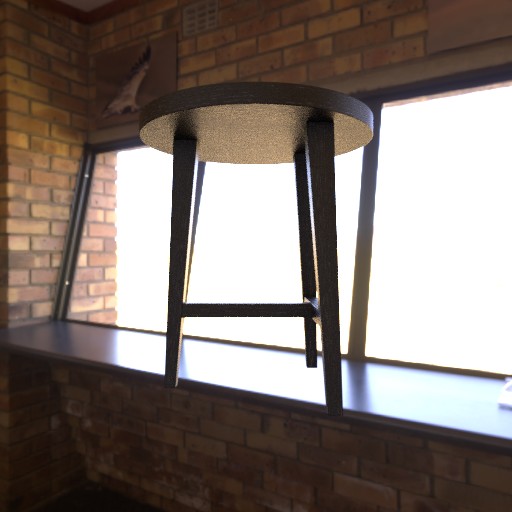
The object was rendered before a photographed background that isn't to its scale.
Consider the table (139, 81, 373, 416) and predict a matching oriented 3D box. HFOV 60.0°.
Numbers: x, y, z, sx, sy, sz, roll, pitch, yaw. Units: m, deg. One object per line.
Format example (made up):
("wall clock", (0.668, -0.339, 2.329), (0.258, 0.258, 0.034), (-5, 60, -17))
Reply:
("table", (0.000, 0.000, 0.782), (0.399, 0.460, 0.399), (0, 0, 0))
